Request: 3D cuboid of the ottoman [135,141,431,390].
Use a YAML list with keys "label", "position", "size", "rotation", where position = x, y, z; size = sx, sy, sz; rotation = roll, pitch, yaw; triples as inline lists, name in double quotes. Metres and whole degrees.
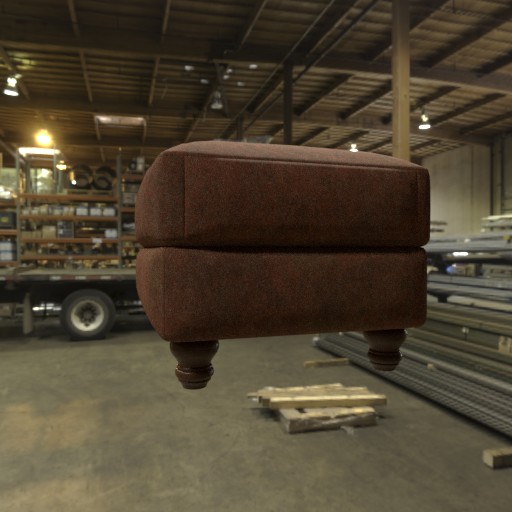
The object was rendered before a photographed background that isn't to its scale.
- label: "ottoman"
  position: [0.000, 0.000, 1.222]
  size: [0.635, 0.508, 0.787]
  rotation: [0, 1, -17]
